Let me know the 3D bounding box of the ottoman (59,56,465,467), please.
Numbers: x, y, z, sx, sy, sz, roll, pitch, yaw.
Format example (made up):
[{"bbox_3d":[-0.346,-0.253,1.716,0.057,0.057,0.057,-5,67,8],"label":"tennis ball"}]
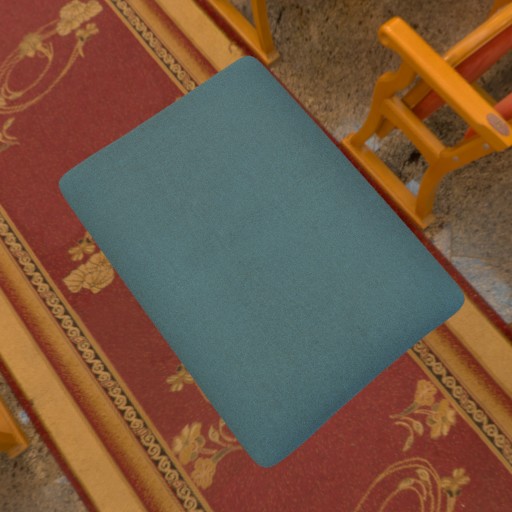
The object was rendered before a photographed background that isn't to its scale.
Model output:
[{"bbox_3d":[0.000,0.000,1.072,0.549,0.428,0.749,-37,80,-8],"label":"ottoman"}]
